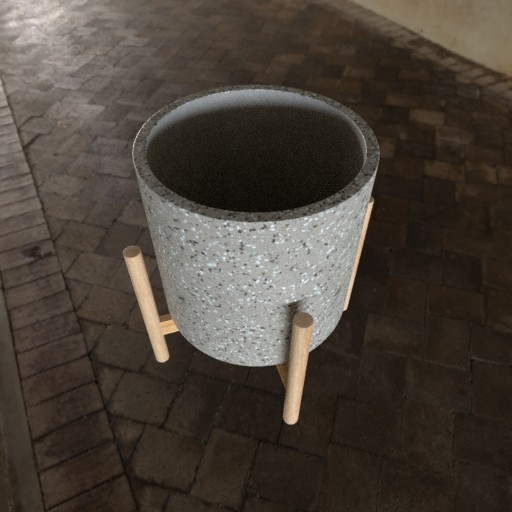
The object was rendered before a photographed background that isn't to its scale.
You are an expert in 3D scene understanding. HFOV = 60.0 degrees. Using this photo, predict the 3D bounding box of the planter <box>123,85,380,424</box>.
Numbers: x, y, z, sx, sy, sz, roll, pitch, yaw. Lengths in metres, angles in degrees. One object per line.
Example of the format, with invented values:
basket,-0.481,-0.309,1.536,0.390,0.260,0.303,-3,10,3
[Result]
planter,0.000,0.000,0.705,0.360,0.419,0.360,3,47,3
